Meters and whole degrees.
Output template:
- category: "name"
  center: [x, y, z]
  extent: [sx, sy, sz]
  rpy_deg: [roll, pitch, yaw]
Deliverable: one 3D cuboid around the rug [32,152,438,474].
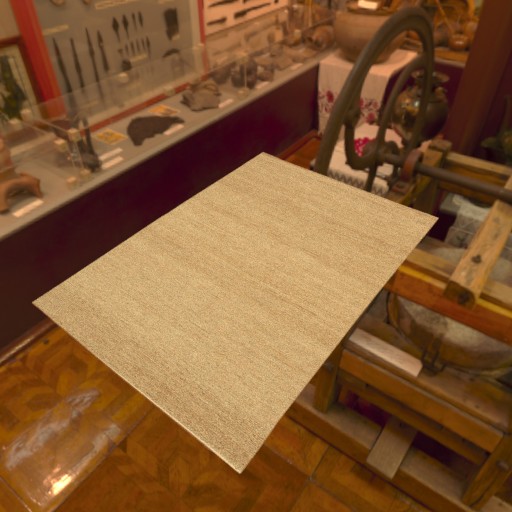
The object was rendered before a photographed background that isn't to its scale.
- category: "rug"
  center: [0.000, 0.000, 2.918]
  extent: [1.596, 0.030, 2.283]
  rpy_deg: [28, 49, 27]
